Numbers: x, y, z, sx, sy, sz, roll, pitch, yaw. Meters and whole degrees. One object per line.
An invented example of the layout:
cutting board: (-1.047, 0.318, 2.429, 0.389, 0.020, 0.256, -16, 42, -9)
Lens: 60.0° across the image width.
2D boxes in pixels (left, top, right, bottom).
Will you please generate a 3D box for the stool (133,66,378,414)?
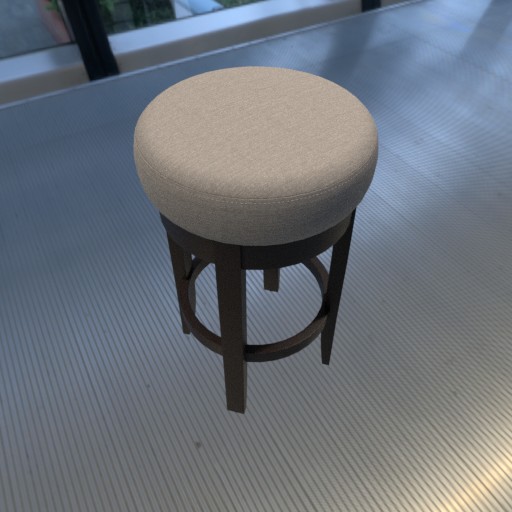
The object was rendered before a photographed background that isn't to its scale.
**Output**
stool: (0.000, 0.000, 1.043, 0.443, 0.757, 0.443, 0, 47, 0)
